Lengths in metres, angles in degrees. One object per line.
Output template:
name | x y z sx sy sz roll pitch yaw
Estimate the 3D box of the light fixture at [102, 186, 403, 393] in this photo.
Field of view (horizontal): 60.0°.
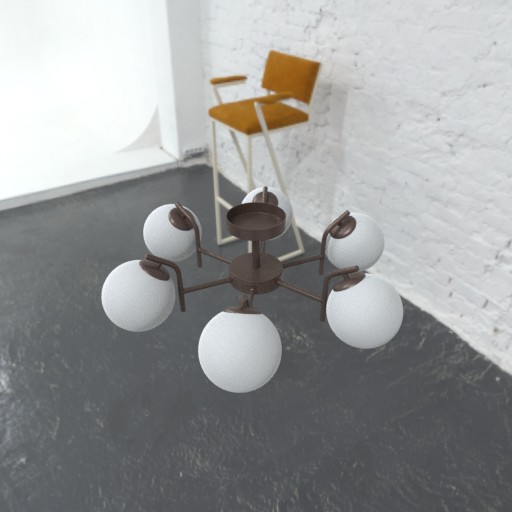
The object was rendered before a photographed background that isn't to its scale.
light fixture | 0.000 0.000 0.973 0.662 0.201 0.662 0 32 0
